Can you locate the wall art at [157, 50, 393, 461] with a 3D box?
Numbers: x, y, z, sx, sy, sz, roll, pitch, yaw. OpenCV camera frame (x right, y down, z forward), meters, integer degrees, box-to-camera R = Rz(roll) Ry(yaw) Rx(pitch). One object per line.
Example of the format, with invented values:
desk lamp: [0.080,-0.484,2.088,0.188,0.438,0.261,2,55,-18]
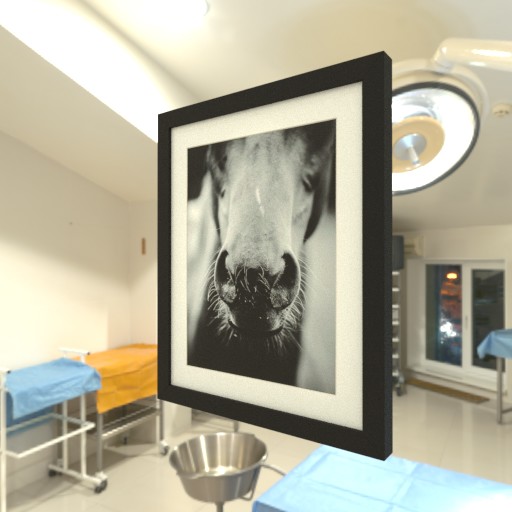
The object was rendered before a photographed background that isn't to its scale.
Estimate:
wall art: [0.000,0.000,0.542,0.329,0.404,0.024,0,0,36]
